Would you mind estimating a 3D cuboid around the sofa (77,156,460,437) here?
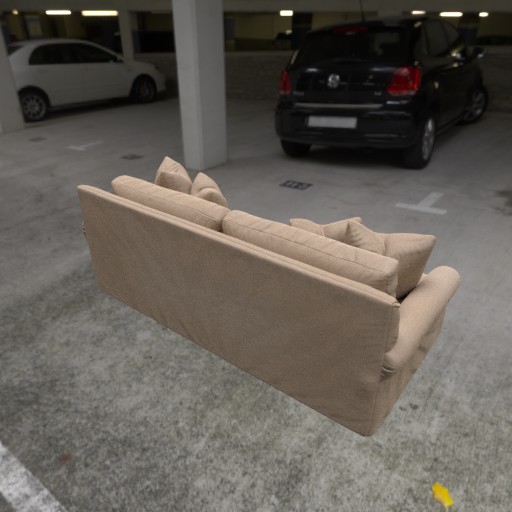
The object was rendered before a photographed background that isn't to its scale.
[{"bbox_3d":[0.000,0.000,2.825,2.285,0.904,1.067,21,35,32],"label":"sofa"}]
